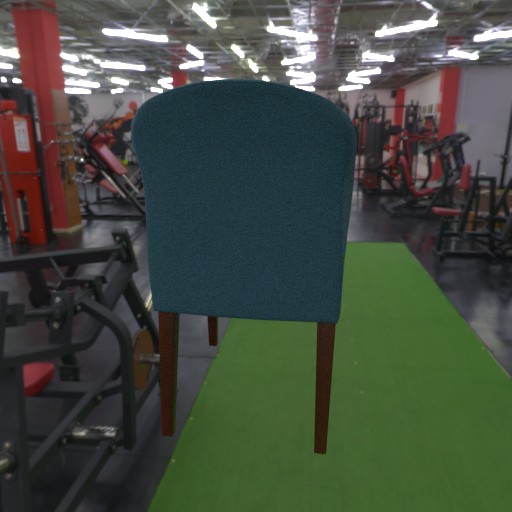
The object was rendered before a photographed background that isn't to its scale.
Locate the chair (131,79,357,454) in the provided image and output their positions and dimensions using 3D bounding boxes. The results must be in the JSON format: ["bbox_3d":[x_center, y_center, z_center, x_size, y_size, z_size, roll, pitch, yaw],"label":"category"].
[{"bbox_3d":[0.000,0.000,1.262,0.507,0.879,0.620,3,16,9],"label":"chair"}]
